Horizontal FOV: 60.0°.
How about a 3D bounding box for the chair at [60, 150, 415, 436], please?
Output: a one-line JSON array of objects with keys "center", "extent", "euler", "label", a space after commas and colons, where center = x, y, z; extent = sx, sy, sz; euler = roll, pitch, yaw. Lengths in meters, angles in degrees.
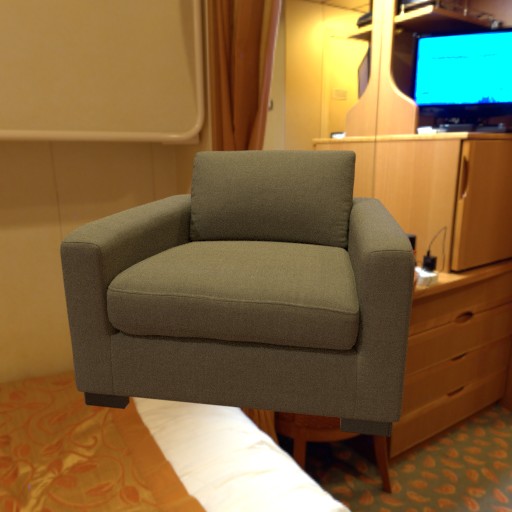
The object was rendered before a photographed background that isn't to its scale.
[{"center": [0.000, 0.000, 1.820], "extent": [1.070, 0.847, 1.100], "euler": [2, 13, 10], "label": "chair"}]
